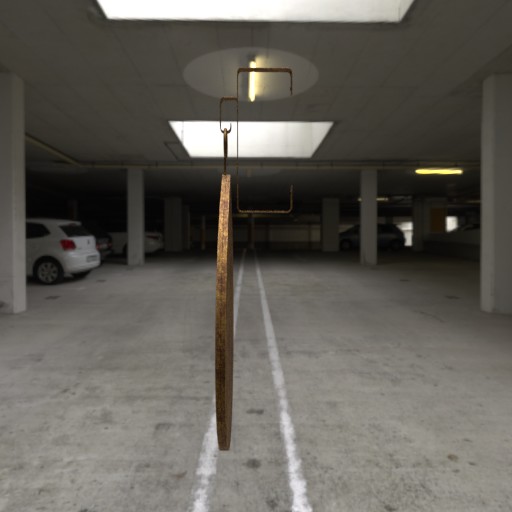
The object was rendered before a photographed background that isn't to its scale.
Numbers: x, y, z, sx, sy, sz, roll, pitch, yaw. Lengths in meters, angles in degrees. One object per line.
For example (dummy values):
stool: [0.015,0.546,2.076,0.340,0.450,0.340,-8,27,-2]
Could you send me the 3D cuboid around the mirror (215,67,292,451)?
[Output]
mirror: [0.000,0.000,0.889,0.144,0.744,0.405,0,1,-1]
